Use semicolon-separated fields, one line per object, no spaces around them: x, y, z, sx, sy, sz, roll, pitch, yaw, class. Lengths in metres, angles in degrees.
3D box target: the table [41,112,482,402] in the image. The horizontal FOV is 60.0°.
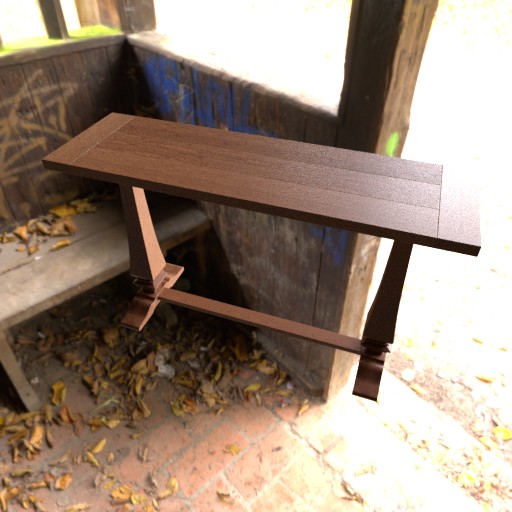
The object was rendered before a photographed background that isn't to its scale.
0.000;0.000;1.843;1.478;0.852;0.461;13;42;15;table
